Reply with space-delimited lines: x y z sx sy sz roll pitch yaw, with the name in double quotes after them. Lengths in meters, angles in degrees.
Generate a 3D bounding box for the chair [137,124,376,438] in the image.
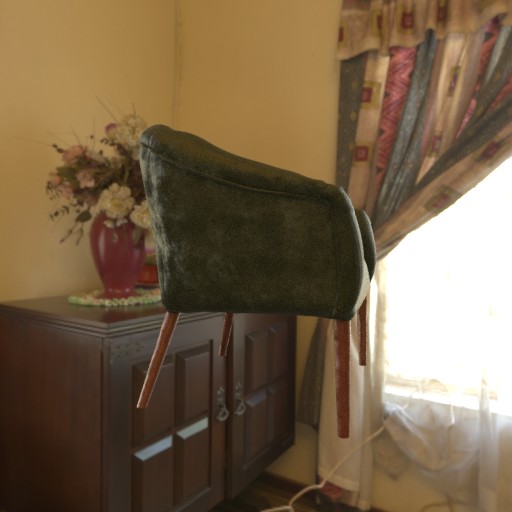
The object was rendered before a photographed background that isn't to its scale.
0.000 0.000 1.535 0.776 0.885 0.851 0 2 17 "chair"
